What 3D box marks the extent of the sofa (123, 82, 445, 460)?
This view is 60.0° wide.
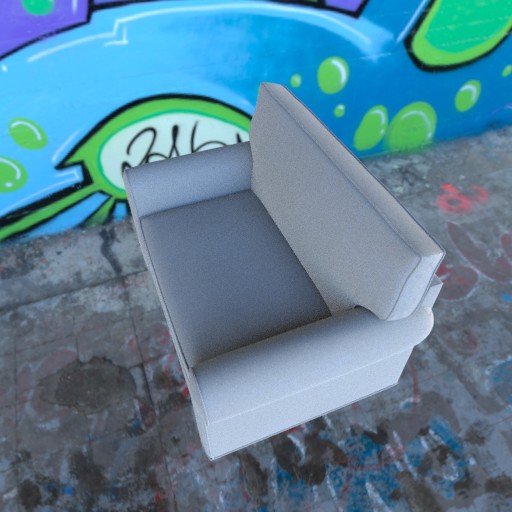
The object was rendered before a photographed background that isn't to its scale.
[{"bbox_3d":[0.000,0.000,2.030,0.937,1.006,1.405,-16,48,-15],"label":"sofa"}]
